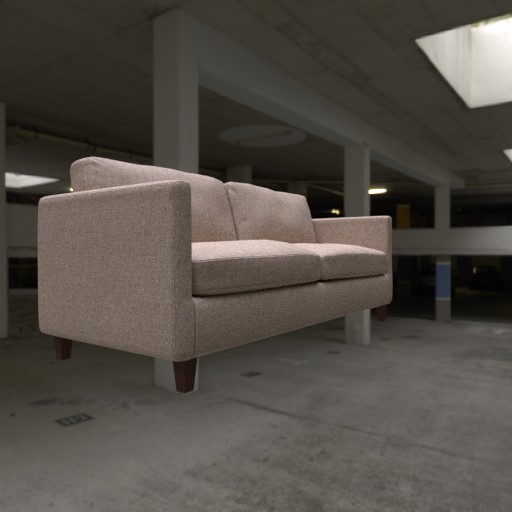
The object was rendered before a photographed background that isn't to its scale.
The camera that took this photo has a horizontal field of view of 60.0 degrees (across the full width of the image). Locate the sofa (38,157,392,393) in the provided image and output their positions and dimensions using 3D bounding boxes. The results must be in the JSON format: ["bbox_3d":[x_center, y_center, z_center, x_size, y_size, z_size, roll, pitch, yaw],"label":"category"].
[{"bbox_3d":[0.000,0.000,2.665,0.951,0.965,2.208,1,1,36],"label":"sofa"}]
